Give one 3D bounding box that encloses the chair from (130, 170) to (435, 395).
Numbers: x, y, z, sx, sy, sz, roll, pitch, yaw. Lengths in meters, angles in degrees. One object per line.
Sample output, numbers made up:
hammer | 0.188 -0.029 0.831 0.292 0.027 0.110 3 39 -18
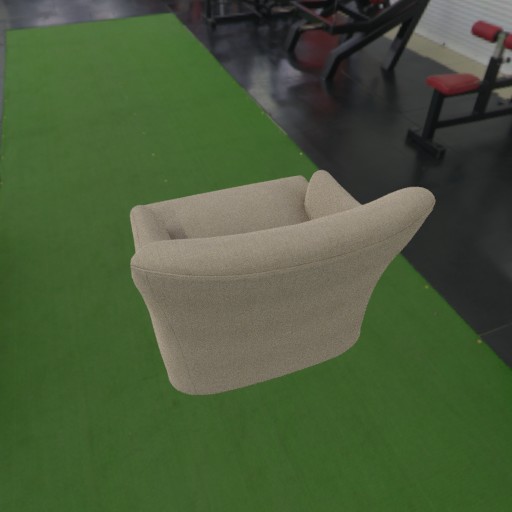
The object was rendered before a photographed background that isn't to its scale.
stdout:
chair | 0.000 0.000 1.627 0.864 0.856 0.923 -13 44 -14
